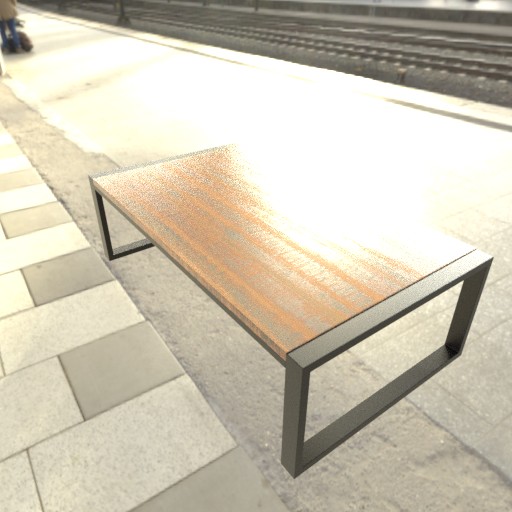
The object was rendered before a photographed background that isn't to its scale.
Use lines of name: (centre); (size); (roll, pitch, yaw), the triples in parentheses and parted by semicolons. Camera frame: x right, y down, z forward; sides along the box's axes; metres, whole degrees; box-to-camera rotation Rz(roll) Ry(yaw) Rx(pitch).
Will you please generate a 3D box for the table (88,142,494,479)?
table: (0.000, 0.000, 1.684); (0.750, 0.400, 1.350); (-21, 38, -30)
